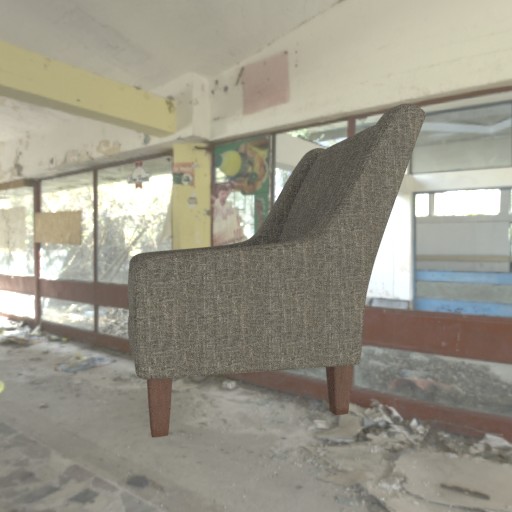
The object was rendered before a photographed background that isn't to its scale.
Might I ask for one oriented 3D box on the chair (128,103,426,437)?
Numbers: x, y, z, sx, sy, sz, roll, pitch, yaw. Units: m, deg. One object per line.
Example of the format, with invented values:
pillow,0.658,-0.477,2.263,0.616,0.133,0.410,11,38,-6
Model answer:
chair,0.000,0.000,1.697,0.944,1.012,0.793,0,1,-17
